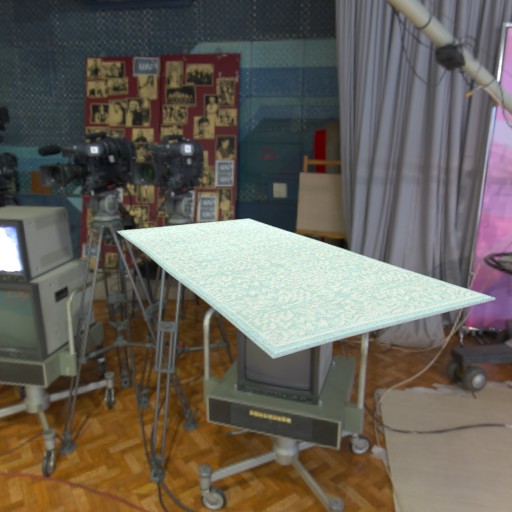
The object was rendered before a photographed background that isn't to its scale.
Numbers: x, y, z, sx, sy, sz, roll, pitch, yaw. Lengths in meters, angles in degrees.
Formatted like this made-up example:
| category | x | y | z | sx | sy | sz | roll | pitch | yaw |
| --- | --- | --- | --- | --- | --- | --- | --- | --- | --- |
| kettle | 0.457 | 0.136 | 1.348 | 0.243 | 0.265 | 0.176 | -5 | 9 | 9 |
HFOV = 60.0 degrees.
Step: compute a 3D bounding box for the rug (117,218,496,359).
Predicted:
| category | x | y | z | sx | sy | sz | roll | pitch | yaw |
| --- | --- | --- | --- | --- | --- | --- | --- | --- | --- |
| rug | 0.000 | 0.000 | 1.407 | 0.604 | 0.007 | 1.219 | -8 | 17 | -28 |
